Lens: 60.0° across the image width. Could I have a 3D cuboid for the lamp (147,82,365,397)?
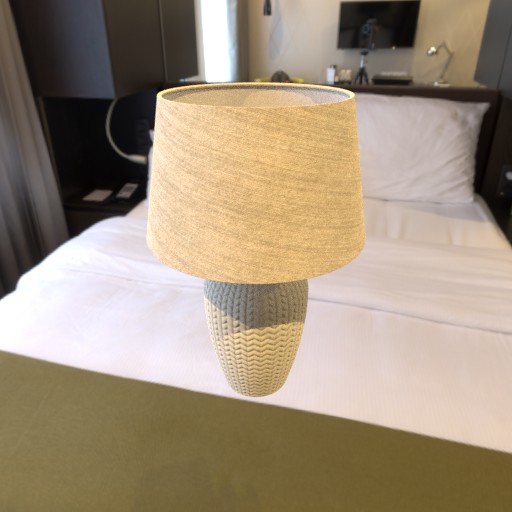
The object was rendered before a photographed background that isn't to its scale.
[{"bbox_3d":[0.000,0.000,0.833,0.390,0.580,0.390,0,27,0],"label":"lamp"}]
